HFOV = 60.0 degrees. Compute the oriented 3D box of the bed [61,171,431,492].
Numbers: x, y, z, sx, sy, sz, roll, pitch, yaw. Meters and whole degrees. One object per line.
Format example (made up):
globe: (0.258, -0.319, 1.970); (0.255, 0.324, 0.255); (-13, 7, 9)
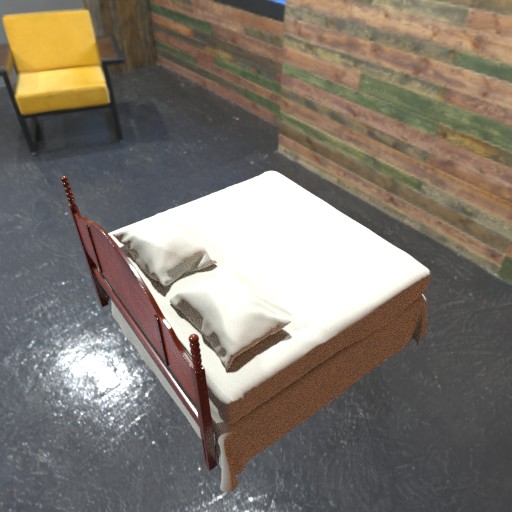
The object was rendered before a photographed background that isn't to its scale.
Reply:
bed: (0.000, 0.000, 3.613); (2.219, 1.355, 2.322); (-26, 47, -27)
